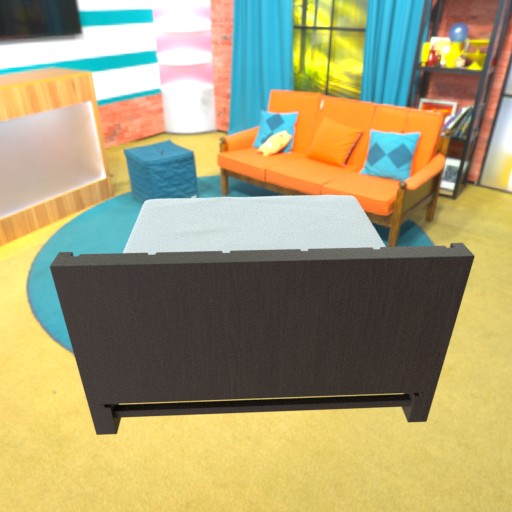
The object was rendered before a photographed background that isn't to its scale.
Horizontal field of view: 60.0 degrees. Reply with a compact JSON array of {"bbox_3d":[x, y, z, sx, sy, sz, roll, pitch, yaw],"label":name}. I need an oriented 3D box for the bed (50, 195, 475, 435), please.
[{"bbox_3d":[0.000,0.000,3.498,2.143,1.261,2.238,-1,31,-2],"label":"bed"}]
